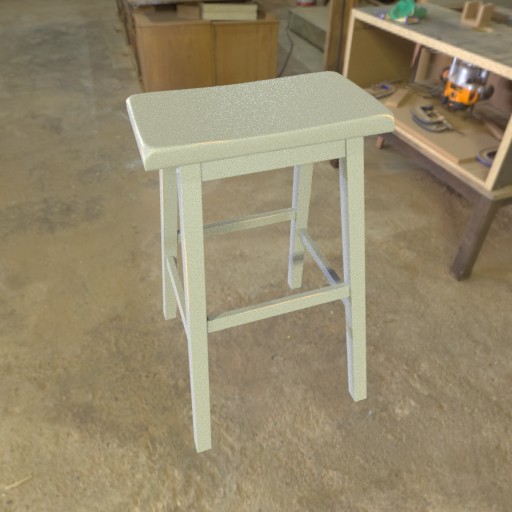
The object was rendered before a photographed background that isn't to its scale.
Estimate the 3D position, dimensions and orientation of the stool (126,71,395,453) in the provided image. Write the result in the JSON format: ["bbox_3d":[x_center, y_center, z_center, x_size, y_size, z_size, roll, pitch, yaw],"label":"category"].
[{"bbox_3d":[0.000,0.000,1.050,0.457,0.737,0.476,-12,42,-14],"label":"stool"}]
